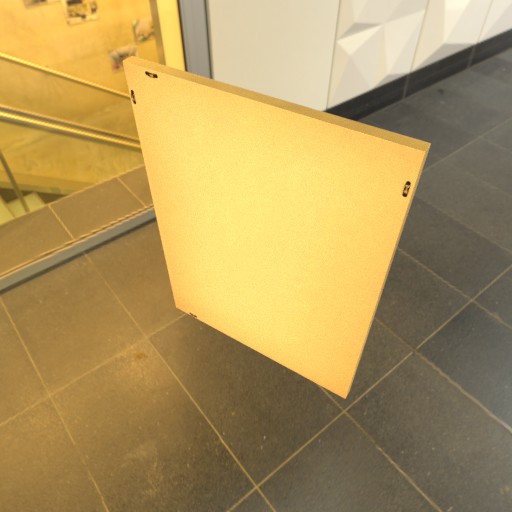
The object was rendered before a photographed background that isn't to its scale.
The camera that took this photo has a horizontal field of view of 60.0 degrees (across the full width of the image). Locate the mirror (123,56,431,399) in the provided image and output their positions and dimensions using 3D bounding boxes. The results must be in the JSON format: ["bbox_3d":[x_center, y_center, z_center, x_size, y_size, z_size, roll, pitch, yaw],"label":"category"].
[{"bbox_3d":[0.000,0.000,1.342,0.762,1.016,0.040,24,51,21],"label":"mirror"}]
